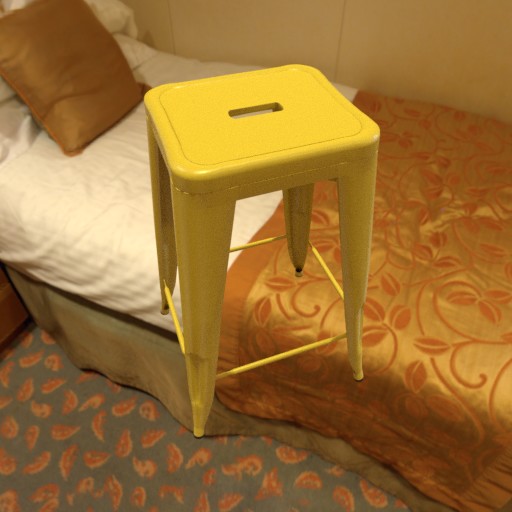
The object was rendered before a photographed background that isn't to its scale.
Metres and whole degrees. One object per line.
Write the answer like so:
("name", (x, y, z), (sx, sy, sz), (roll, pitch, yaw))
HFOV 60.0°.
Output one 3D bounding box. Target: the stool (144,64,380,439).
("stool", (0.000, 0.000, 0.855), (0.399, 0.609, 0.359), (-15, 48, -14))
